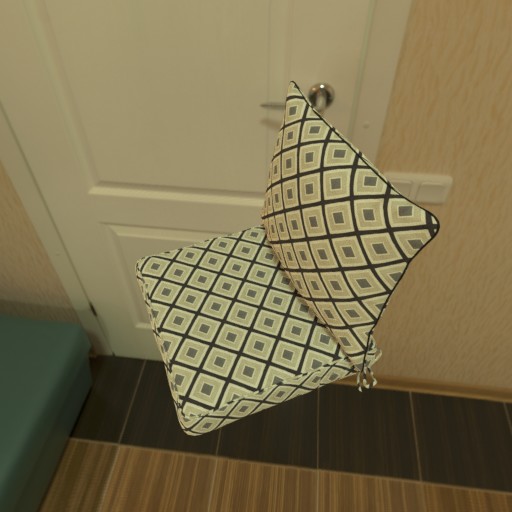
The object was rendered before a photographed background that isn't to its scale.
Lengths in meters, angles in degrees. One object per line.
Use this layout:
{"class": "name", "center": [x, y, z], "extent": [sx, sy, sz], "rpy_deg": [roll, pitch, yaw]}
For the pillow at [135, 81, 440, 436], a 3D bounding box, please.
{"class": "pillow", "center": [0.000, 0.000, 1.394], "extent": [0.733, 0.722, 0.798], "rpy_deg": [-17, 49, -15]}
